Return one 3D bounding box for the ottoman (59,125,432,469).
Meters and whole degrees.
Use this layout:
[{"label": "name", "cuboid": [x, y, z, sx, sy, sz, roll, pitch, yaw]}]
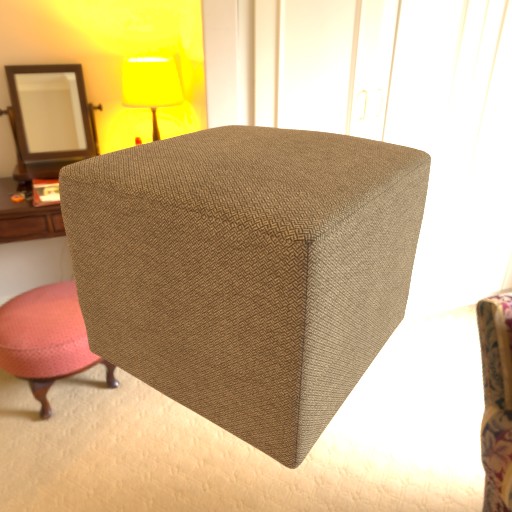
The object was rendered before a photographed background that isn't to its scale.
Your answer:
[{"label": "ottoman", "cuboid": [0.000, 0.000, 0.899, 0.512, 0.453, 0.519, 18, 32, 31]}]
